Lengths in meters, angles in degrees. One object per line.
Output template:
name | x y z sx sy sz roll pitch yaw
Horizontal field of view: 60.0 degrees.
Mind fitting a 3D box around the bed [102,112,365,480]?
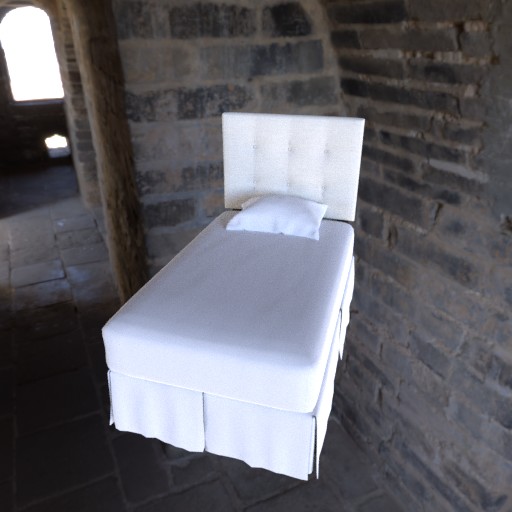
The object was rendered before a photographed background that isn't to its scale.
bed | 0.000 0.000 2.988 1.261 1.571 1.997 7 27 15
